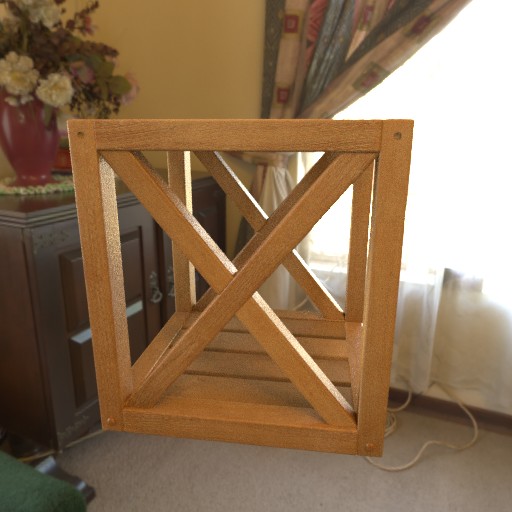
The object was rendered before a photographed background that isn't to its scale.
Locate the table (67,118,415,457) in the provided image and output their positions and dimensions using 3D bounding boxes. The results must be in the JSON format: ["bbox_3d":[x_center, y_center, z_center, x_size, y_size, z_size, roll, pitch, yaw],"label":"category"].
[{"bbox_3d":[0.000,0.000,1.042,0.559,0.610,0.558,2,17,8],"label":"table"}]
